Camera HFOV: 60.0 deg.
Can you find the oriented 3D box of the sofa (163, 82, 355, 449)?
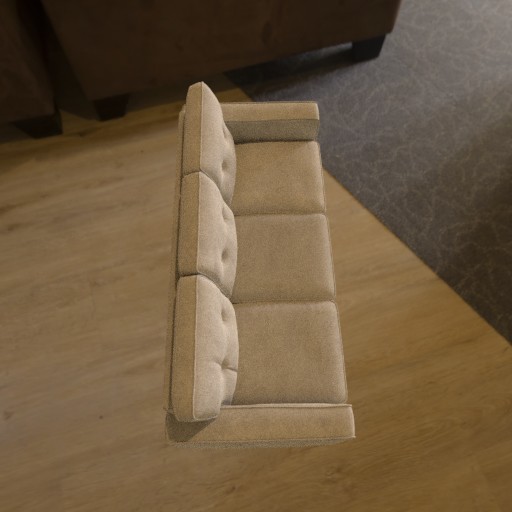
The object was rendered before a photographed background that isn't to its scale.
[{"bbox_3d":[0.000,0.000,2.698,0.939,0.965,2.133,-2,65,-1],"label":"sofa"}]
